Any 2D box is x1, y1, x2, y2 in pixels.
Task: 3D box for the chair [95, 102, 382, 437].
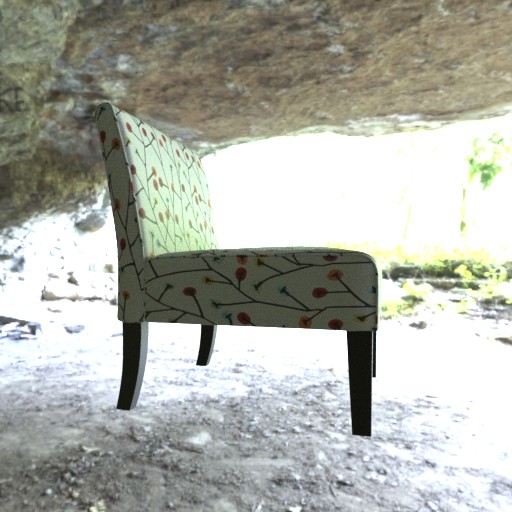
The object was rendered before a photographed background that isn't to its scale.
[{"bbox_3d":[0.000,0.000,1.341,0.732,0.813,0.597,0,-1,16],"label":"chair"}]
